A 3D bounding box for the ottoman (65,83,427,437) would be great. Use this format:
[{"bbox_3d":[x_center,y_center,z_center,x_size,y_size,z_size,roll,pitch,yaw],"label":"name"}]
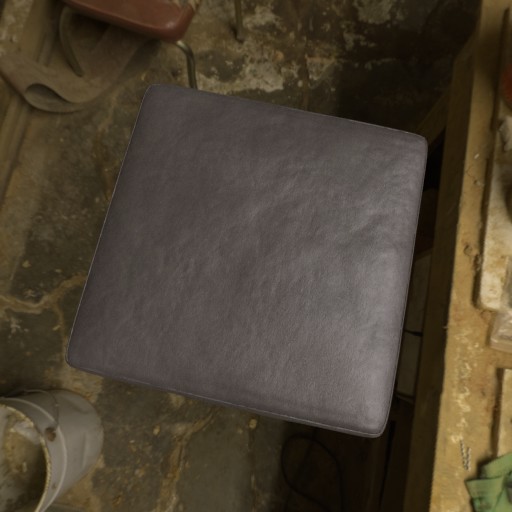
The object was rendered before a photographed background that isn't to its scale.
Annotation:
[{"bbox_3d":[0.000,0.000,1.316,0.836,0.415,0.844,12,78,3],"label":"ottoman"}]
